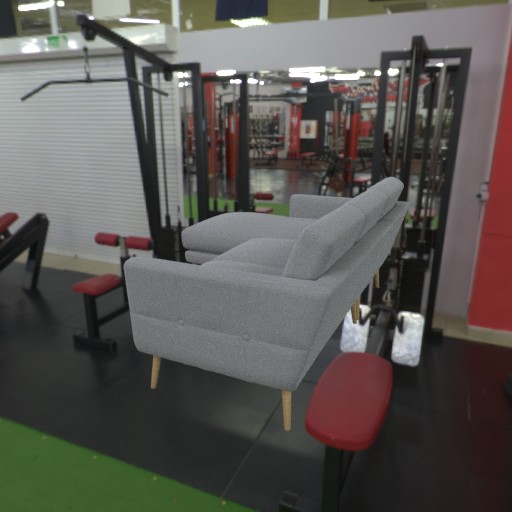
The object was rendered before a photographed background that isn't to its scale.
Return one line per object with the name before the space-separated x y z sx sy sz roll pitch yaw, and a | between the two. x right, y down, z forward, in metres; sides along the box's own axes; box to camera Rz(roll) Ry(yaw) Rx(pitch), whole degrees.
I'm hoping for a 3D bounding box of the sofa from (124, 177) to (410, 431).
sofa | 0.000 0.000 2.741 1.530 0.860 2.040 8 19 25
